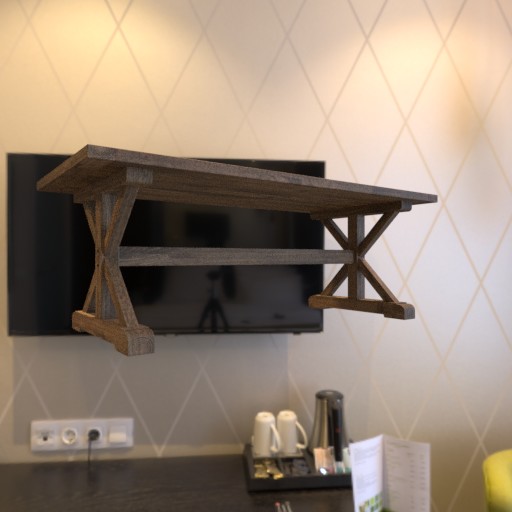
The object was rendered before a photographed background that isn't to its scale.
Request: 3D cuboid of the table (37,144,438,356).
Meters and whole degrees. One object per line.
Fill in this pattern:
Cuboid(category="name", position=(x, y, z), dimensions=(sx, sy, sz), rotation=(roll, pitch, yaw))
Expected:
Cuboid(category="table", position=(0.000, 0.000, 2.427), dimensions=(2.031, 0.733, 0.907), rotation=(0, 0, -36))
